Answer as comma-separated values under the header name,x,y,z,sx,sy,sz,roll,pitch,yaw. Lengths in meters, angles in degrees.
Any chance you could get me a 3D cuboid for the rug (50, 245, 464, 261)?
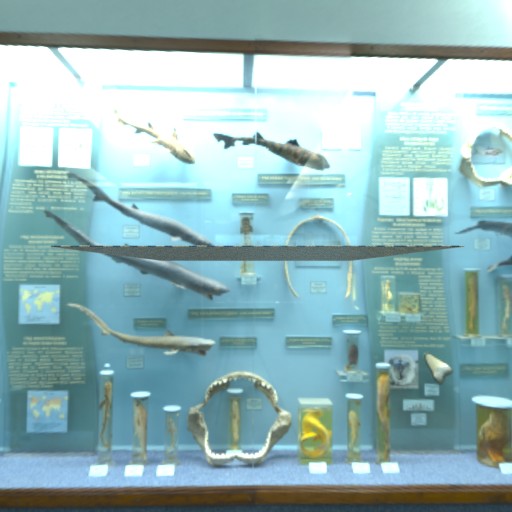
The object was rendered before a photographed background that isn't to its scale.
name,x,y,z,sx,sy,sz,roll,pitch,yaw
rug,0.000,0.000,4.137,2.453,0.008,3.059,0,-2,0
